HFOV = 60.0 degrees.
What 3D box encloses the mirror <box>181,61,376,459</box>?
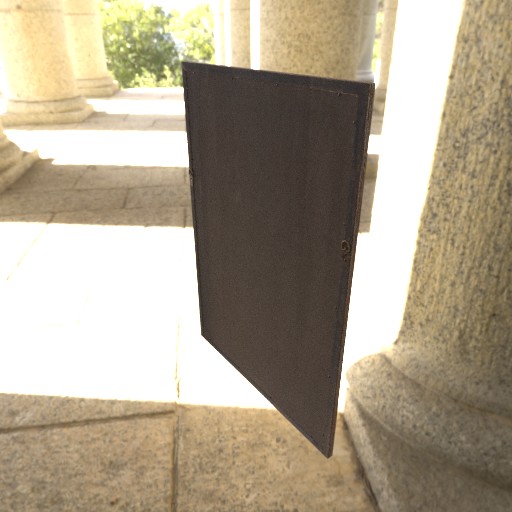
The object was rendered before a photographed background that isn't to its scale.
[{"bbox_3d":[0.000,0.000,1.280,0.025,0.996,0.705,-19,33,-32],"label":"mirror"}]
